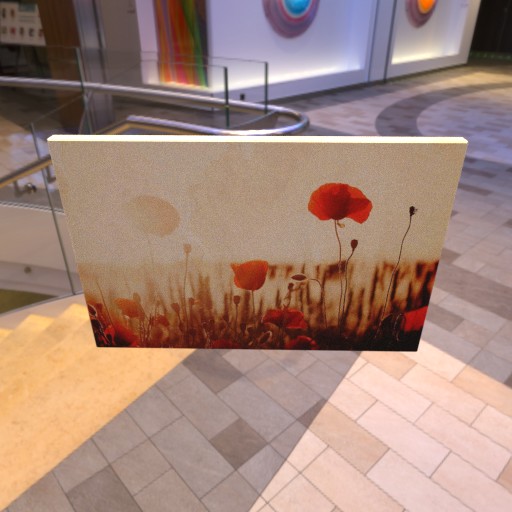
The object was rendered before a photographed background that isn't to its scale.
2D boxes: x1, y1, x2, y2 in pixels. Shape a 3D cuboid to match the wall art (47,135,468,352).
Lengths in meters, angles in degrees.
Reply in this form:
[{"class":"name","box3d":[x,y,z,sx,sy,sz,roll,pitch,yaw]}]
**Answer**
[{"class":"wall art","box3d":[0.000,0.000,1.129,0.918,0.602,0.038,1,30,1]}]
